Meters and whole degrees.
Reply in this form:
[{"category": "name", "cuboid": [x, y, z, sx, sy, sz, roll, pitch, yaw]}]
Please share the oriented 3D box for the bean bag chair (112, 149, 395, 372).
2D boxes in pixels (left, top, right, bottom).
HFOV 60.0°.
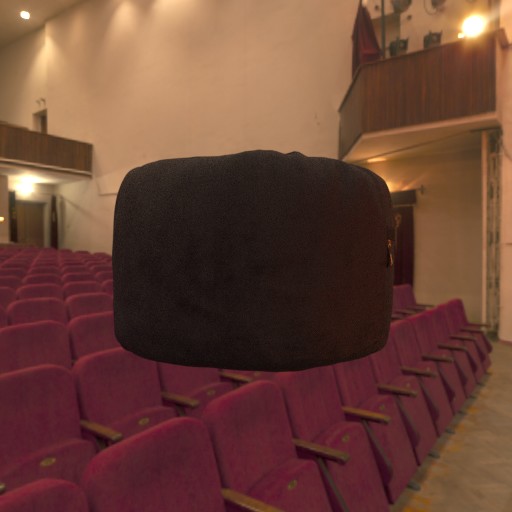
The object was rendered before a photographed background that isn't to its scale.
[{"category": "bean bag chair", "cuboid": [0.000, 0.000, 1.982, 1.219, 0.762, 1.219, 0, 1, 0]}]
